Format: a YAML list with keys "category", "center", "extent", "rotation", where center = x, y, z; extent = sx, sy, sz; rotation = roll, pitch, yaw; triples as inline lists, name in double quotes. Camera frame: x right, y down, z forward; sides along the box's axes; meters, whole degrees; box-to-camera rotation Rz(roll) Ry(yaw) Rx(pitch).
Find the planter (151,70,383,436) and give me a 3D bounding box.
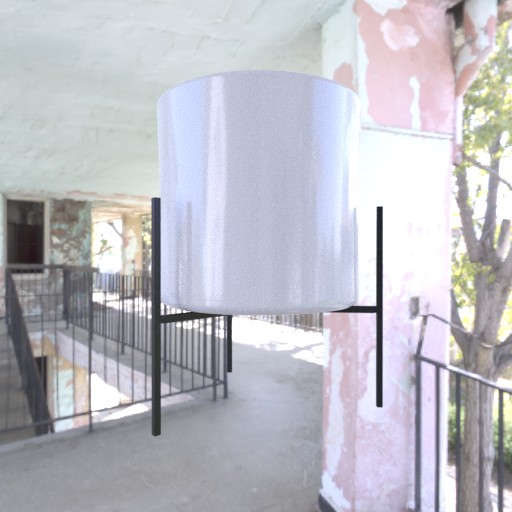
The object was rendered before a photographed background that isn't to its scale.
- category: "planter"
  center: [0.000, 0.000, 0.745]
  extent: [0.360, 0.480, 0.361]
  rotation: [0, 0, -18]
